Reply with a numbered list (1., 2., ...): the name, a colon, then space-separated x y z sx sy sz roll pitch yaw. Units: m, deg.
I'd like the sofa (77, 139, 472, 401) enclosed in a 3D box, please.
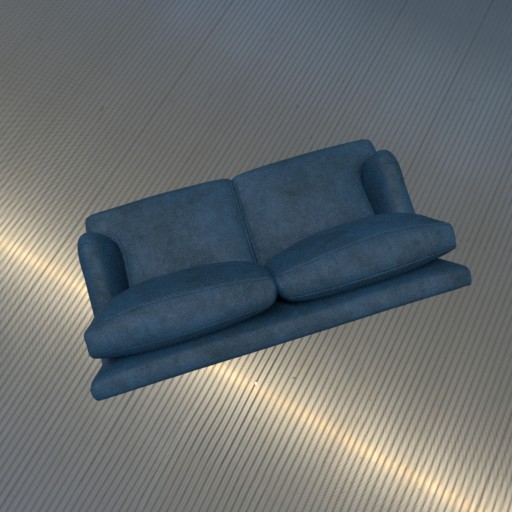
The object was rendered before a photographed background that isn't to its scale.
1. sofa: 0.000 0.000 2.529 1.853 1.101 1.084 -16 75 -5
